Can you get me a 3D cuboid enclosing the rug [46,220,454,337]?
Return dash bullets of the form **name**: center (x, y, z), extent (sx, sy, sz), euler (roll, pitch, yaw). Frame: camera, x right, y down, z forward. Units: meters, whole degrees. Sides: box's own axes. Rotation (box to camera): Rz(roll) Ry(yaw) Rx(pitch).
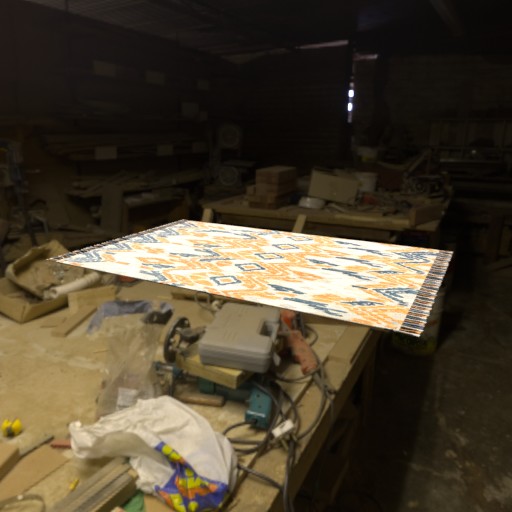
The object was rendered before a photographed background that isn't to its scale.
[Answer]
- **rug**: center (0.000, 0.000, 3.099), extent (2.428, 0.010, 1.533), euler (9, 18, 27)
